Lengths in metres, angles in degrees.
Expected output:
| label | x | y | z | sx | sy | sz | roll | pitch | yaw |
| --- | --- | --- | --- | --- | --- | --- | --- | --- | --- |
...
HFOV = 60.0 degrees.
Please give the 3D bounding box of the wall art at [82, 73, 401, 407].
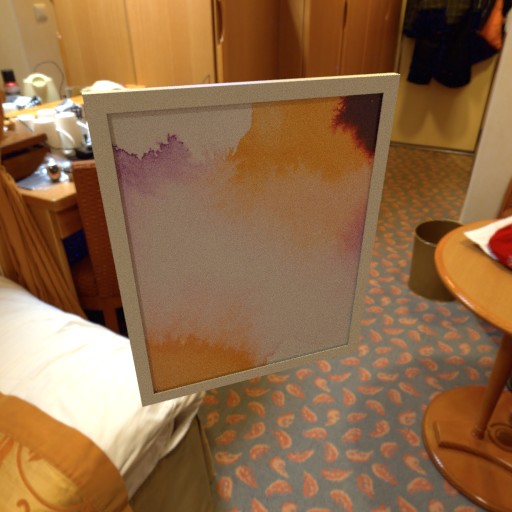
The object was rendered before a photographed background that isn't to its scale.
| label | x | y | z | sx | sy | sz | roll | pitch | yaw |
| --- | --- | --- | --- | --- | --- | --- | --- | --- | --- |
| wall art | 0.000 | 0.000 | 1.097 | 0.661 | 0.811 | 0.026 | -10 | 32 | -16 |
